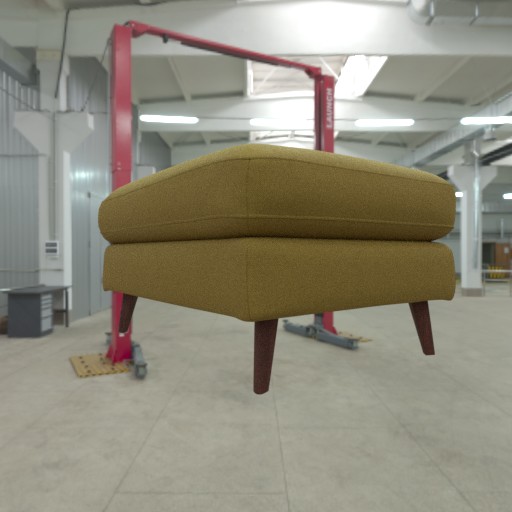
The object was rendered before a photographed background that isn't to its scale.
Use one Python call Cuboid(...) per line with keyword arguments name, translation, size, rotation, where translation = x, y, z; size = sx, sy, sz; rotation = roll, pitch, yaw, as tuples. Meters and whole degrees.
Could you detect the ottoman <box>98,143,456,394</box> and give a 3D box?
Cuboid(name="ottoman", translation=(0.000, 0.000, 1.160), size=(0.608, 0.449, 0.811), rotation=(0, 0, -35))
